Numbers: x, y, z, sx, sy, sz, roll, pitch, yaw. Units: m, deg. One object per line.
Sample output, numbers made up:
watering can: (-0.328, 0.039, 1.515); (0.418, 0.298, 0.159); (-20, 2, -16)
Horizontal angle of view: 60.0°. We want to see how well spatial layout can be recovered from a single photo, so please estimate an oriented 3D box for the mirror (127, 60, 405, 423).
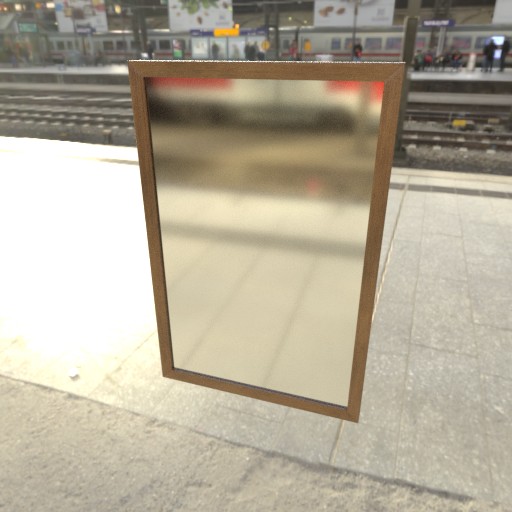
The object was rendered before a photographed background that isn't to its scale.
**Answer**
mirror: (0.000, 0.000, 1.138); (0.609, 0.915, 0.040); (8, 26, 17)
